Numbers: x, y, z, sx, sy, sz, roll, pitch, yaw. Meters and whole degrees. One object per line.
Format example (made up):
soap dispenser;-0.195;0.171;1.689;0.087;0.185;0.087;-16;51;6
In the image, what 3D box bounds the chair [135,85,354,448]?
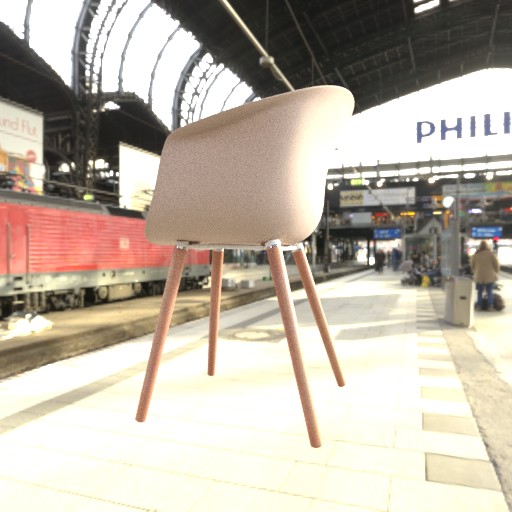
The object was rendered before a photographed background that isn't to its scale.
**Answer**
chair;0.000;0.000;1.170;0.504;0.781;0.593;0;0;18
